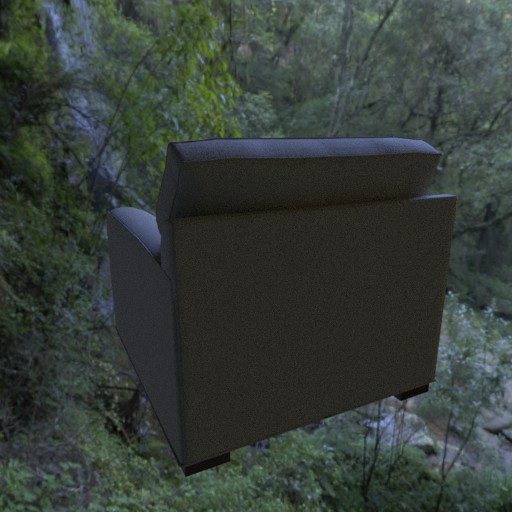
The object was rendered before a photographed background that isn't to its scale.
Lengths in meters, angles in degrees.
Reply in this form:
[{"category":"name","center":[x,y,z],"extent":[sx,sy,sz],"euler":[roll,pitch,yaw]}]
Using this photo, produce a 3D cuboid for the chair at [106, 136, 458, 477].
[{"category":"chair","center":[0.000,0.000,1.775],"extent":[0.999,0.934,1.044],"euler":[-8,18,-26]}]
